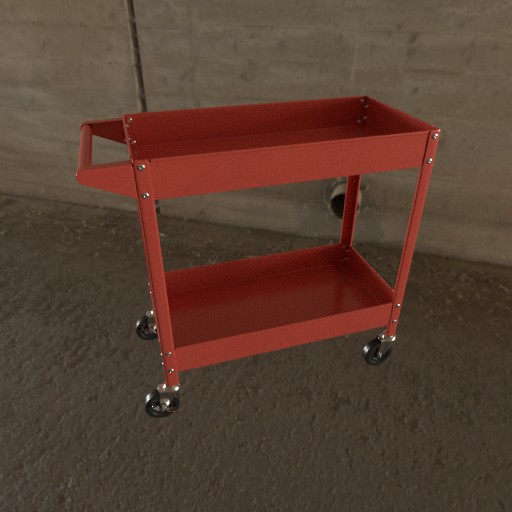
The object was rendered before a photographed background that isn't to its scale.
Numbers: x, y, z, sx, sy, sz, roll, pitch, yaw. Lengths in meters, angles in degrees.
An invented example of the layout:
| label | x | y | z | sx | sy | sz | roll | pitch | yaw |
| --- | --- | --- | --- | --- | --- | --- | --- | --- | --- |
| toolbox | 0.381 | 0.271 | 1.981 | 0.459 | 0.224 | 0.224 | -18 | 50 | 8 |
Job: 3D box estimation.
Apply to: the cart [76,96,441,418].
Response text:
| label | x | y | z | sx | sy | sz | roll | pitch | yaw |
| --- | --- | --- | --- | --- | --- | --- | --- | --- | --- |
| cart | 0.000 | 0.000 | 1.208 | 0.779 | 0.719 | 0.366 | -9 | 34 | -14 |
